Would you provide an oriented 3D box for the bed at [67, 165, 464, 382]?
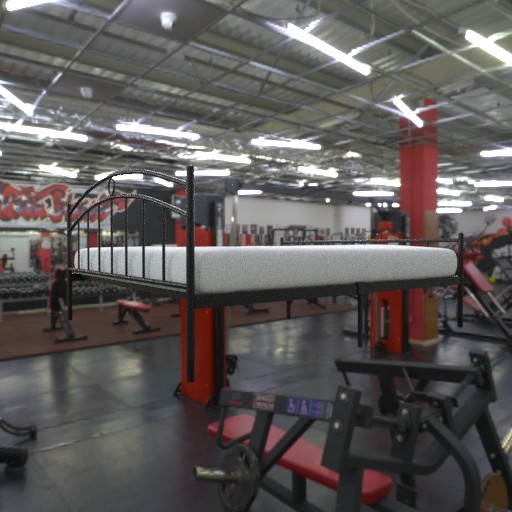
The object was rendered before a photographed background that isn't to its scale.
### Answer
[{"bbox_3d":[0.000,0.000,3.080,2.040,0.940,1.880,-1,1,-36],"label":"bed"}]
